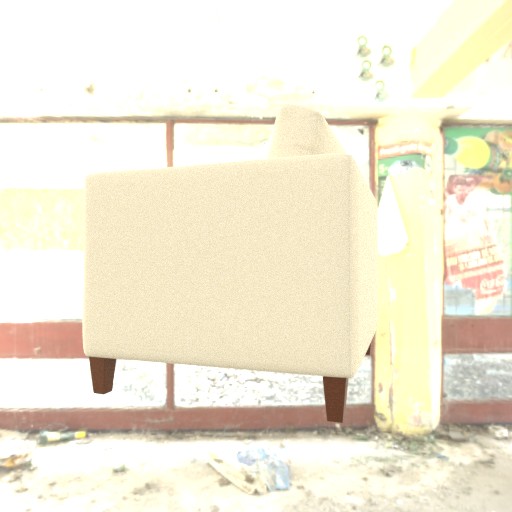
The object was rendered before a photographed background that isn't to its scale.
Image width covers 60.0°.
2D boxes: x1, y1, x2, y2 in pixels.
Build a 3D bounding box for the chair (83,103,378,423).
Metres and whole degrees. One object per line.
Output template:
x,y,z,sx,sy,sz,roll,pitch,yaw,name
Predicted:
0.000,0.000,1.734,0.878,0.885,1.019,0,-1,19,chair
